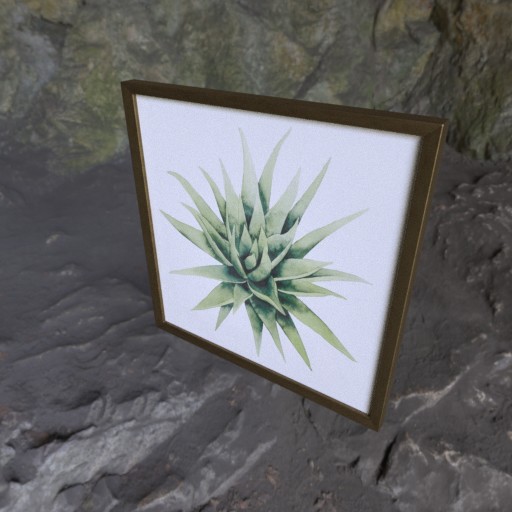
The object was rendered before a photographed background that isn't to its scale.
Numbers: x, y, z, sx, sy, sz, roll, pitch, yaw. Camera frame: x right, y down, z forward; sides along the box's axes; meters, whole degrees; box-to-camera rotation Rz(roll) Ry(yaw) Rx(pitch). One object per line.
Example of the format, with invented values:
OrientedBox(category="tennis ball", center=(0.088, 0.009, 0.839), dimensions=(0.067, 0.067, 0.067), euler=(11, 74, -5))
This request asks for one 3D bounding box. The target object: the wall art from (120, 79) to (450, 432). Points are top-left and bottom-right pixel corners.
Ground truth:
OrientedBox(category="wall art", center=(0.000, 0.000, 0.736), dimensions=(0.503, 0.506, 0.030), euler=(18, 35, 28))
